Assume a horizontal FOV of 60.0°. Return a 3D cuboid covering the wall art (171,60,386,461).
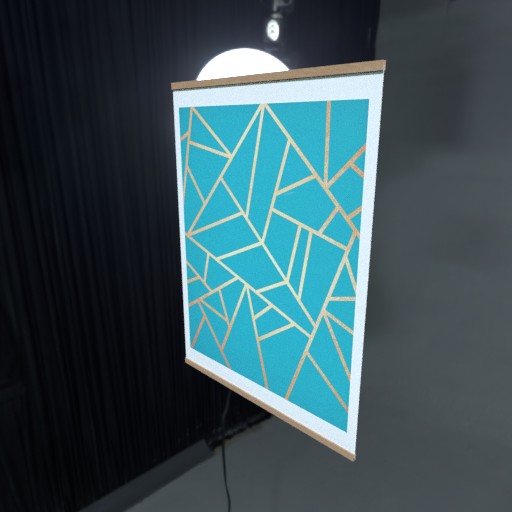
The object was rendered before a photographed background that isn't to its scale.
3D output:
[{"bbox_3d":[0.000,0.000,1.332,0.758,1.016,0.013,16,22,42],"label":"wall art"}]
